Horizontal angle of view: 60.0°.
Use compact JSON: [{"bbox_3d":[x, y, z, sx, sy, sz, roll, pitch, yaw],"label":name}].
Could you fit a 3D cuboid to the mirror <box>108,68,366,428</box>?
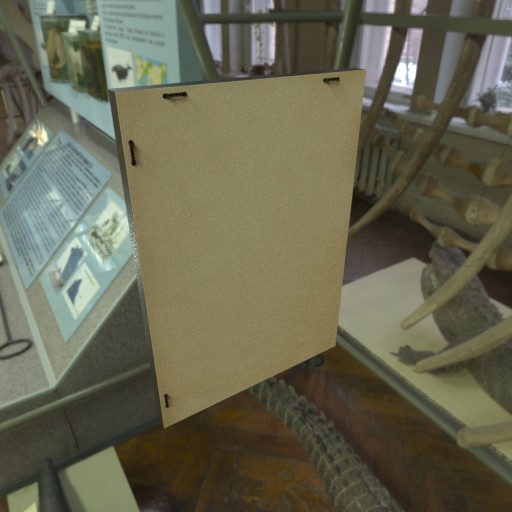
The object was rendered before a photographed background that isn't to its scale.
[{"bbox_3d":[0.000,0.000,0.945,0.507,0.710,0.039,-18,34,-29],"label":"mirror"}]
